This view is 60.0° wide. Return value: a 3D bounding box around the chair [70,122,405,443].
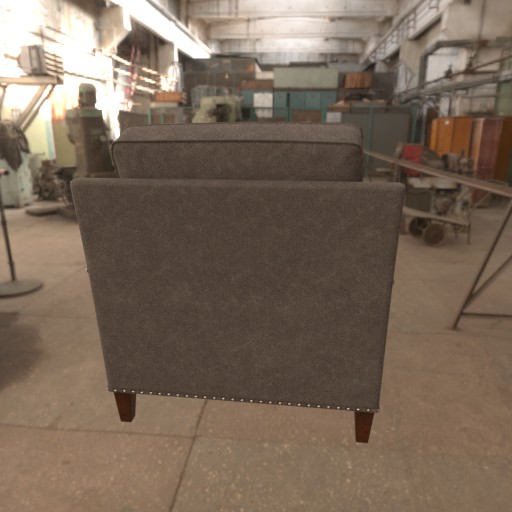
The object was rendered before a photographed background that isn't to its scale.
[{"bbox_3d":[0.000,0.000,1.657,0.853,0.948,1.014,2,16,7],"label":"chair"}]
